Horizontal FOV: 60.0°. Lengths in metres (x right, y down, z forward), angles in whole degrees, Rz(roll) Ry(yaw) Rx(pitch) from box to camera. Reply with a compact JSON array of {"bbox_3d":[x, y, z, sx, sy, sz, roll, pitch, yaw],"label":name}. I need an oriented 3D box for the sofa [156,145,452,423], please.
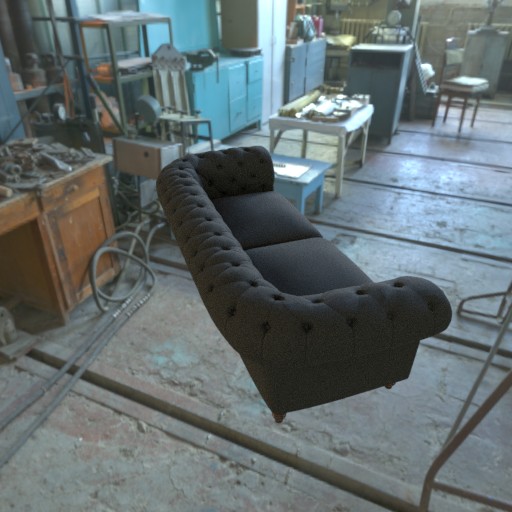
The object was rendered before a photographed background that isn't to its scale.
[{"bbox_3d":[0.000,0.000,2.823,0.991,0.762,2.362,-11,33,-17],"label":"sofa"}]
